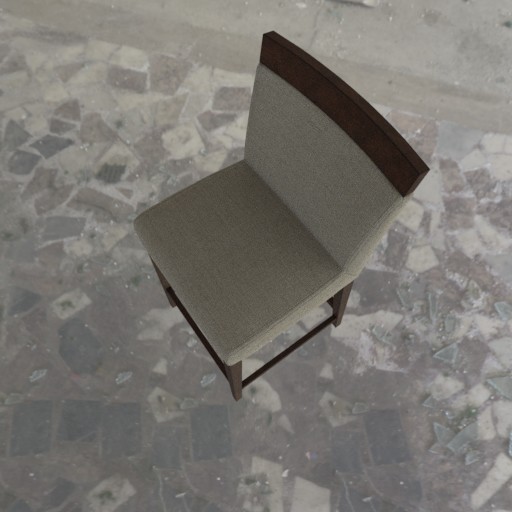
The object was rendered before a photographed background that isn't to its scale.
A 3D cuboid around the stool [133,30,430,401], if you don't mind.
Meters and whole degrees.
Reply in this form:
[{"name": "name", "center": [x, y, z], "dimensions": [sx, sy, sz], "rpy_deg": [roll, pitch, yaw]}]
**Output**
[{"name": "stool", "center": [0.000, 0.000, 1.334], "dimensions": [0.531, 1.009, 0.512], "rpy_deg": [-33, 67, -16]}]
